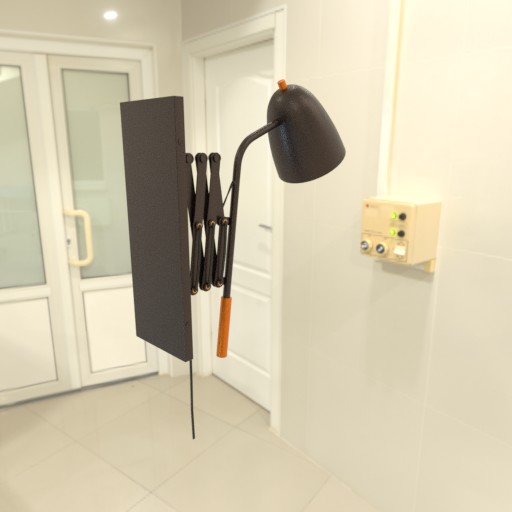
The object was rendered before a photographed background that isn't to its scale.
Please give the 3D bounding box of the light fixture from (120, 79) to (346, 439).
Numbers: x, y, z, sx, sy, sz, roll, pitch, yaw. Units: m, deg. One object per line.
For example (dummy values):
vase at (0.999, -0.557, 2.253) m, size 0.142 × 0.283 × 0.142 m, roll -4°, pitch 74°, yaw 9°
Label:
light fixture at (0.000, 0.000, 0.935) m, size 0.162 × 0.715 × 0.499 m, roll 13°, pitch 19°, yaw 42°
